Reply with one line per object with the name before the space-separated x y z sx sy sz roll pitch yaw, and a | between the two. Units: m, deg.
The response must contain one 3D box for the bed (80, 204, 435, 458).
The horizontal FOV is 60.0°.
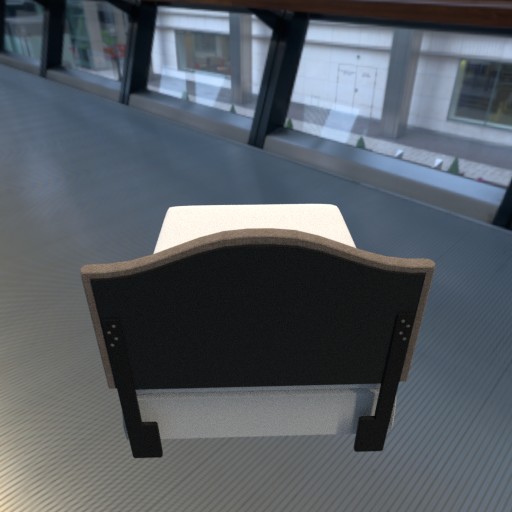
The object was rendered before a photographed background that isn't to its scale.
bed | 0.000 0.000 3.215 1.713 1.518 2.153 -1 32 -2
